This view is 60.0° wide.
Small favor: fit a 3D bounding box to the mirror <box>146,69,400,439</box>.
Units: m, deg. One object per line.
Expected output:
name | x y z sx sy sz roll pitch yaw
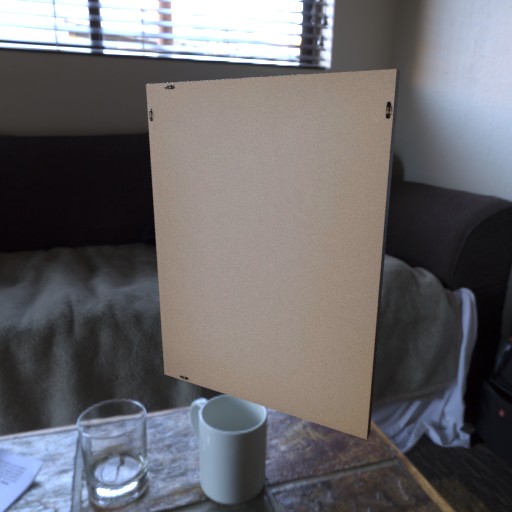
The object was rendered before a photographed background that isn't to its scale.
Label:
mirror | 0.000 0.000 1.356 0.762 1.016 0.040 8 18 27
